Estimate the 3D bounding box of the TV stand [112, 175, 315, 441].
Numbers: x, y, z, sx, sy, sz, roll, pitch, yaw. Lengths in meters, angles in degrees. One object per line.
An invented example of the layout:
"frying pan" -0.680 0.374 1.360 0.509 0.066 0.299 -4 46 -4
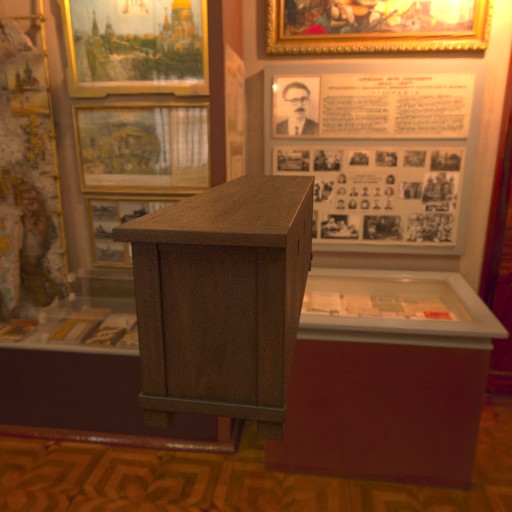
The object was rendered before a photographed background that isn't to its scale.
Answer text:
"TV stand" 0.000 0.000 2.093 0.471 0.615 1.866 2 15 9
